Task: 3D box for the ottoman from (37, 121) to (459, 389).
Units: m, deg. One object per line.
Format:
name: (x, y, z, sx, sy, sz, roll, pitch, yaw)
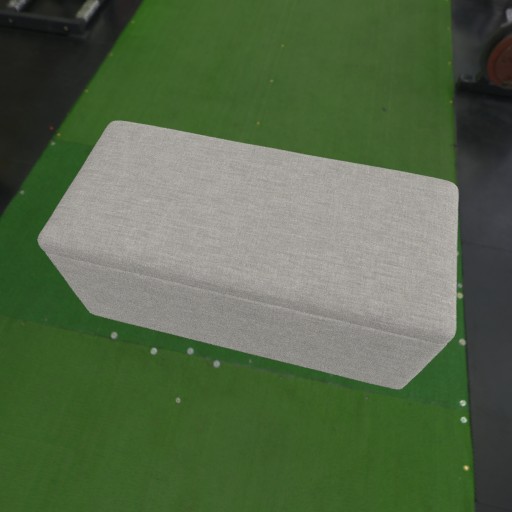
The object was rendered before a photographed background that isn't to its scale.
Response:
ottoman: (0.000, 0.000, 1.152, 0.902, 0.432, 0.419, 12, 59, 8)
